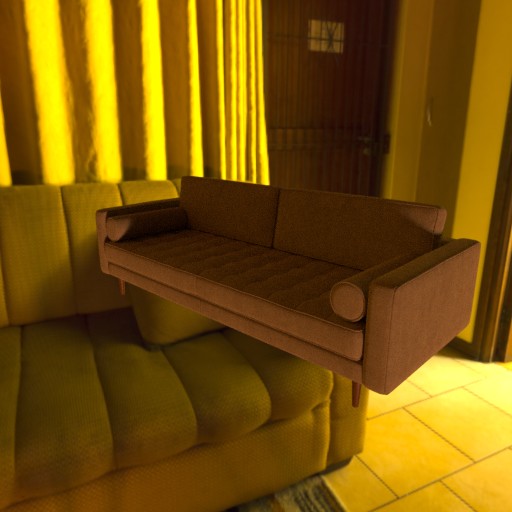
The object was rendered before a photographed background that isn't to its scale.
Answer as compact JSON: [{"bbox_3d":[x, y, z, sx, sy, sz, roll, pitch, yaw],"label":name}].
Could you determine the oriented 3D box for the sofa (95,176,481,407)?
[{"bbox_3d":[0.000,0.000,2.610,2.200,0.770,0.919,15,22,42],"label":"sofa"}]
